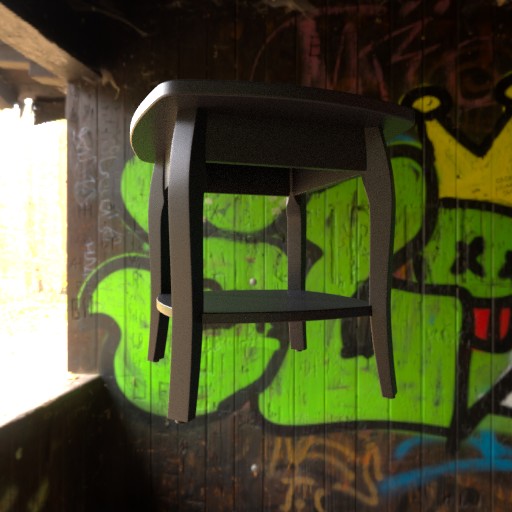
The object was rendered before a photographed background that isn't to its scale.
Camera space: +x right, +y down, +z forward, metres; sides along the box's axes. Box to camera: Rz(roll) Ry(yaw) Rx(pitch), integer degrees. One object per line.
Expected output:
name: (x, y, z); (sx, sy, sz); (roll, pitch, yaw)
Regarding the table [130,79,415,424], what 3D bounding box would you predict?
table: (0.000, 0.000, 0.838); (0.457, 0.457, 0.508); (0, 0, -18)
